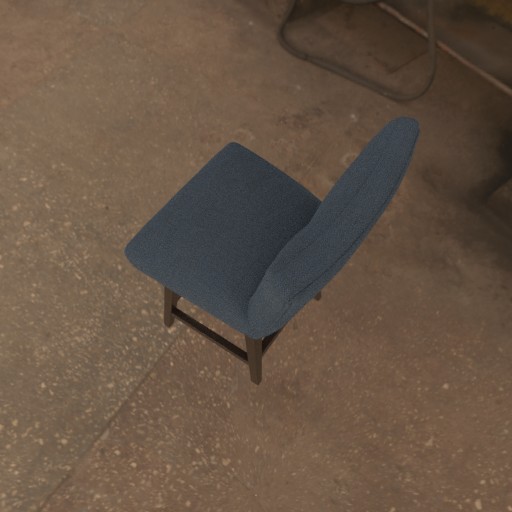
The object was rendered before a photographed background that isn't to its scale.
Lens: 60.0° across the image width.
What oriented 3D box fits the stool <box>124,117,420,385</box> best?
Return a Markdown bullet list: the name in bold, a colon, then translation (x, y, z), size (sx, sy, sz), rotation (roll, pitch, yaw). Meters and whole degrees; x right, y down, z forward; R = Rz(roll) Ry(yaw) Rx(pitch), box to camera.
- **stool**: translation (0.000, 0.000, 1.339), size (0.574, 1.000, 0.514), rotation (33, 66, 16)
